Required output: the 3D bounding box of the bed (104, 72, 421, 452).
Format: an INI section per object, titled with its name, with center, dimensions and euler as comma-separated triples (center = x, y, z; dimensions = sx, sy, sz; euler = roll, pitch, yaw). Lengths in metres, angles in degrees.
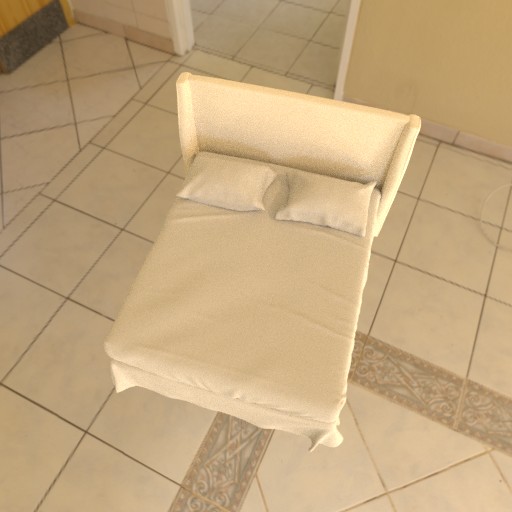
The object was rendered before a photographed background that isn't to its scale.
[bed]
center = 0.000, 0.000, 3.397
dimensions = 1.925, 1.332, 2.276
euler = 14, 59, 8
